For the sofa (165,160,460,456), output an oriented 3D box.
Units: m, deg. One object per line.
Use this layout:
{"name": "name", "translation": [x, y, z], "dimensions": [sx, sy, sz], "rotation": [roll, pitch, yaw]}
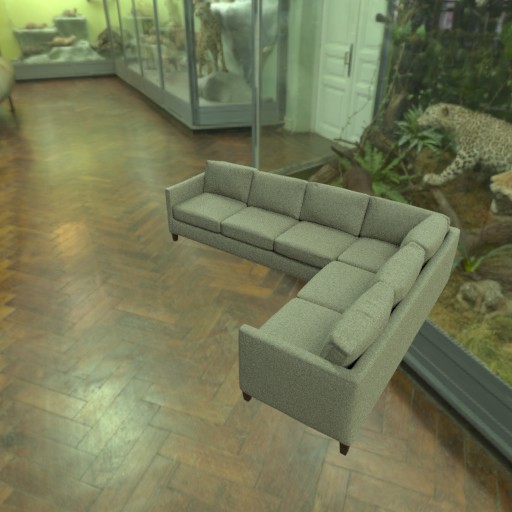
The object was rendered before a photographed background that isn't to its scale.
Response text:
{"name": "sofa", "translation": [0.000, 0.000, 4.491], "dimensions": [3.302, 0.947, 2.593], "rotation": [19, 35, 30]}
